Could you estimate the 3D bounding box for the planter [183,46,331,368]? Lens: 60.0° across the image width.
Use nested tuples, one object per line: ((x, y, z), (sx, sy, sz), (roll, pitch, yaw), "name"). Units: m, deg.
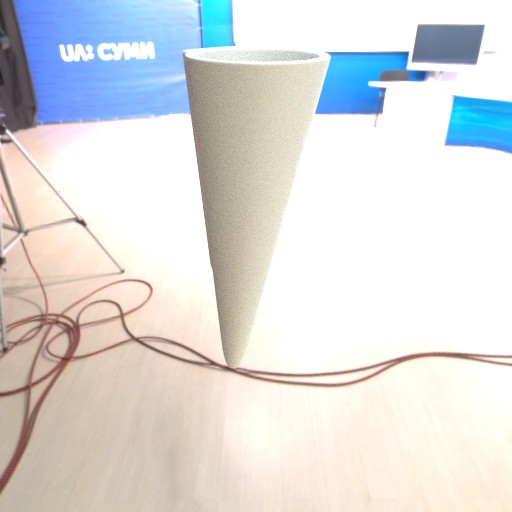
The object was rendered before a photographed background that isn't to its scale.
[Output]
((0.000, 0.000, 0.231), (0.057, 0.193, 0.064), (-22, 37, -33), "planter")
